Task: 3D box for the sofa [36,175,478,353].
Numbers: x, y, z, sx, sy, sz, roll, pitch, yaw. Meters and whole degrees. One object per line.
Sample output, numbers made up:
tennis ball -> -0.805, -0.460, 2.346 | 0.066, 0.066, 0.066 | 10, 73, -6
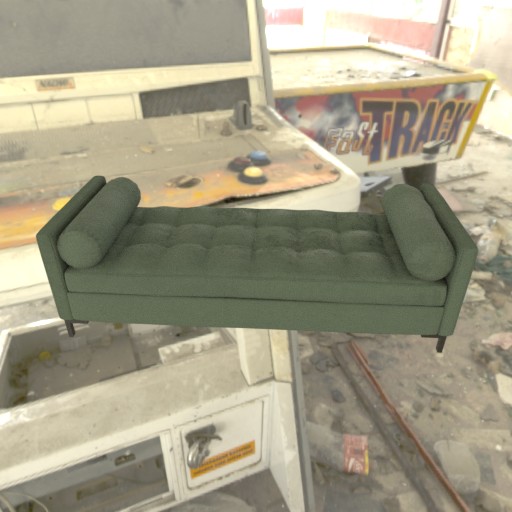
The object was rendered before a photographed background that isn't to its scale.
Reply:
sofa -> 0.000, 0.000, 2.565 | 2.130, 0.681, 0.817 | 2, 32, 3
